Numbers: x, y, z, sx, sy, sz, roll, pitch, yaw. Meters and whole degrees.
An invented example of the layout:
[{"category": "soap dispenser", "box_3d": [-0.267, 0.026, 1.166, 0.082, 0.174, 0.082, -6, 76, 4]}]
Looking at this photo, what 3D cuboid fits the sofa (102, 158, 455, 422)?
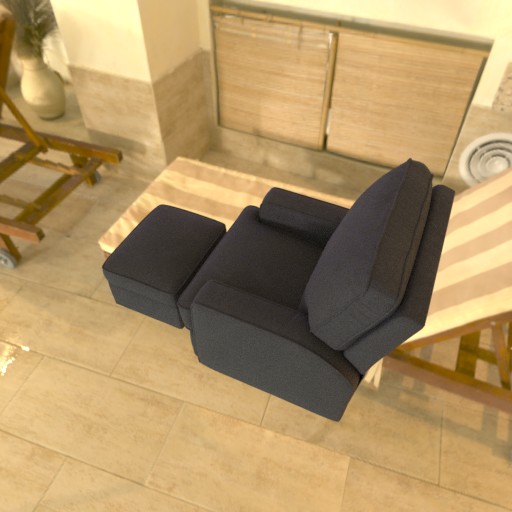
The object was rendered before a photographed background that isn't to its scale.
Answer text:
[{"category": "sofa", "box_3d": [0.000, 0.000, 2.059, 1.472, 0.959, 0.861, 18, 49, 17]}]
